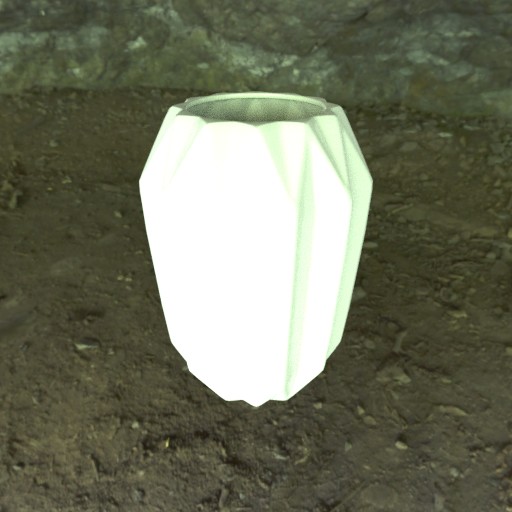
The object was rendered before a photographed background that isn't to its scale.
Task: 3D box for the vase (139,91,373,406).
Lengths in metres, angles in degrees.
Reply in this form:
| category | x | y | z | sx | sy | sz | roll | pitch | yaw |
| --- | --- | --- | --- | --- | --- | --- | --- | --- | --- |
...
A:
| category | x | y | z | sx | sy | sz | roll | pitch | yaw |
| --- | --- | --- | --- | --- | --- | --- | --- | --- | --- |
| vase | 0.000 | 0.000 | 0.418 | 0.195 | 0.275 | 0.195 | 0 | 30 | 0 |
